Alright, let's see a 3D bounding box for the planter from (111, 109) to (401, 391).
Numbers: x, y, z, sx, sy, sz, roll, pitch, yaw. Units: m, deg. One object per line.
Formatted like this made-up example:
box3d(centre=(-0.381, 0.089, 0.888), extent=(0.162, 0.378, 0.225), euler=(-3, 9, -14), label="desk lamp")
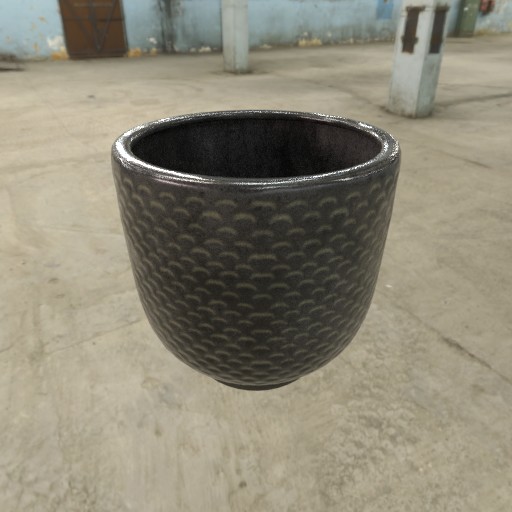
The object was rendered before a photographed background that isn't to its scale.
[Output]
box3d(centre=(0.000, 0.000, 0.354), extent=(0.197, 0.191, 0.197), euler=(0, 29, 0), label="planter")
